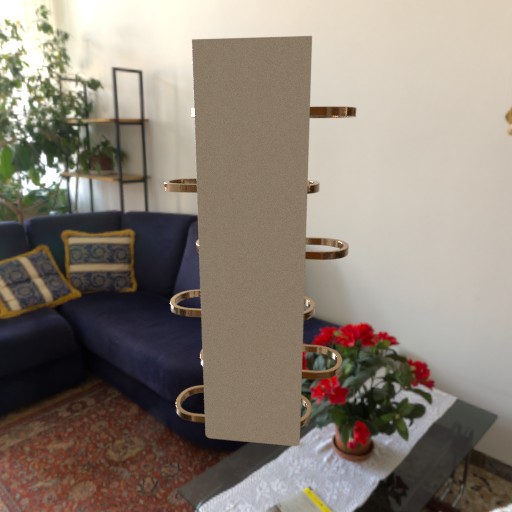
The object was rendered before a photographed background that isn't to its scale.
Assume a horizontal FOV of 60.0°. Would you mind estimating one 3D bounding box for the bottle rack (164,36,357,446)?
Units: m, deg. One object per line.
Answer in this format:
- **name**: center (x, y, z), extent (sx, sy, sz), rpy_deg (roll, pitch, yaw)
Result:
- **bottle rack**: center (0.000, 0.000, 0.812), extent (0.332, 0.709, 0.118), rpy_deg (2, 16, 8)
